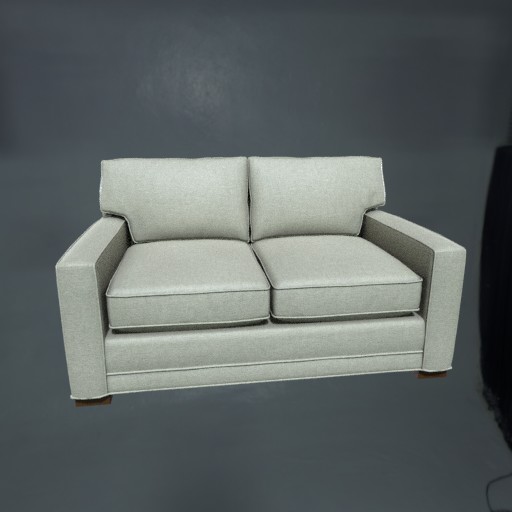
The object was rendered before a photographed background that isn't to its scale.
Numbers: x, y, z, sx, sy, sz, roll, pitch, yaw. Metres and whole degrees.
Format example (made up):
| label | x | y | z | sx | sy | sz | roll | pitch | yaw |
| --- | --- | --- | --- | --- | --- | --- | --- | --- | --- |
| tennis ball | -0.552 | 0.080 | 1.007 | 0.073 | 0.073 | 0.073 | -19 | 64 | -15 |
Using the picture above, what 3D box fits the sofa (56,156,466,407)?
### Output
| label | x | y | z | sx | sy | sz | roll | pitch | yaw |
| --- | --- | --- | --- | --- | --- | --- | --- | --- | --- |
| sofa | 0.000 | 0.000 | 2.027 | 1.484 | 0.853 | 0.940 | -2 | 16 | -8 |
